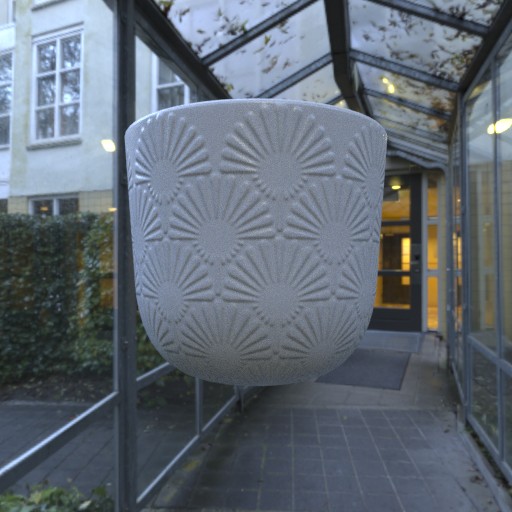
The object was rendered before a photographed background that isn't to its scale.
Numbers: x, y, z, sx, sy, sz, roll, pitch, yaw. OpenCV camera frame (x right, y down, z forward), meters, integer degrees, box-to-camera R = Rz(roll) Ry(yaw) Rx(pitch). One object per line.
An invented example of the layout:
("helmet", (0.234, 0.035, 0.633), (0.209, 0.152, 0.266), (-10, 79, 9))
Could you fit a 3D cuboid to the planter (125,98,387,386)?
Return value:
("planter", (0.000, 0.000, 0.298), (0.170, 0.152, 0.170), (0, 0, 0))
